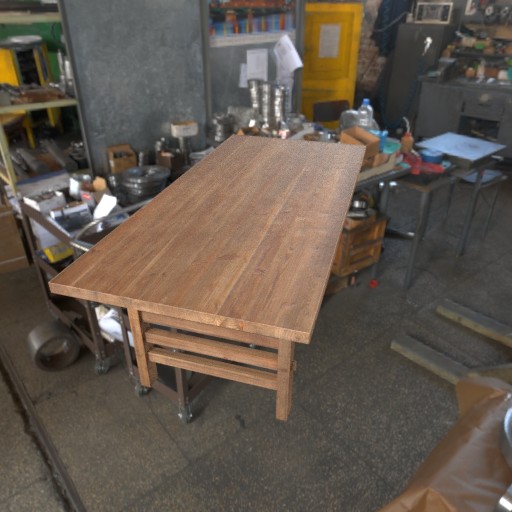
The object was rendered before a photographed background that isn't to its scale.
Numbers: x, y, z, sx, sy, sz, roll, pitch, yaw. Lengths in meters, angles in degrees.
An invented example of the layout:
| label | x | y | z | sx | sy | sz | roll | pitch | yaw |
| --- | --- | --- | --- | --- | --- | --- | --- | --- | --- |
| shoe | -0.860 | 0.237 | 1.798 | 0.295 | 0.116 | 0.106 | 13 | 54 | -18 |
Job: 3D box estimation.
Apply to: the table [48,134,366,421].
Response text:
| label | x | y | z | sx | sy | sz | roll | pitch | yaw |
| --- | --- | --- | --- | --- | --- | --- | --- | --- | --- |
| table | 0.000 | 0.000 | 2.487 | 0.952 | 0.760 | 2.003 | 9 | 32 | 14 |
